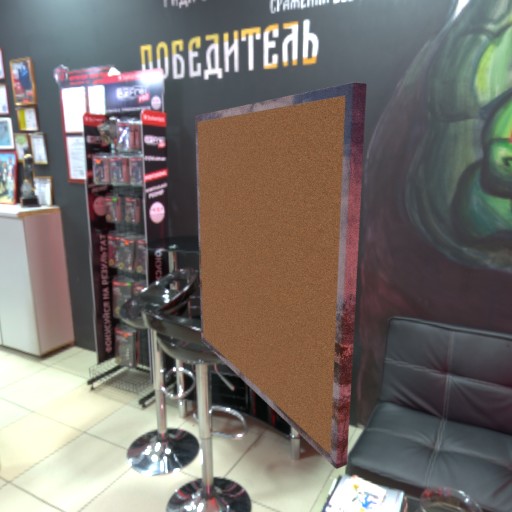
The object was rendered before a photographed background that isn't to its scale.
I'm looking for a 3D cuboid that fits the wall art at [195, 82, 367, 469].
[{"bbox_3d":[0.000,0.000,1.566,0.040,1.020,1.010,-7,14,-28],"label":"wall art"}]
